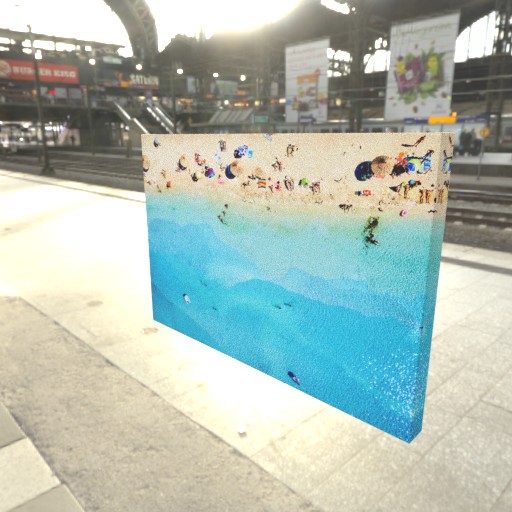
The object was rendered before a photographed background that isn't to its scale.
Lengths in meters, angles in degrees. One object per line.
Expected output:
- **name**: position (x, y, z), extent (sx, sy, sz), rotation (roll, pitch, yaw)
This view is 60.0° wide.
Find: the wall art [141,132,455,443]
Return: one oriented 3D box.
- **wall art**: position (0.000, 0.000, 1.118), extent (0.894, 0.595, 0.057), rotation (14, 20, 42)
